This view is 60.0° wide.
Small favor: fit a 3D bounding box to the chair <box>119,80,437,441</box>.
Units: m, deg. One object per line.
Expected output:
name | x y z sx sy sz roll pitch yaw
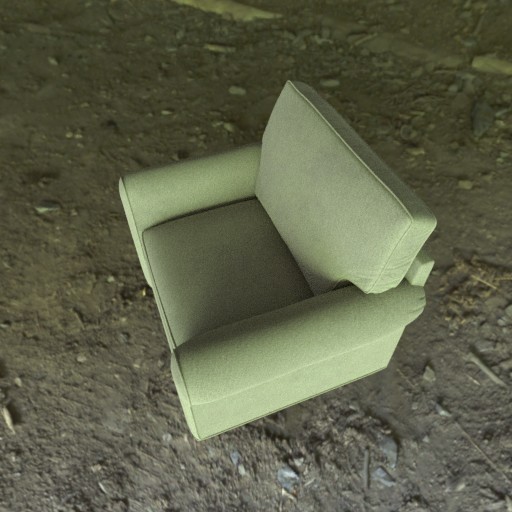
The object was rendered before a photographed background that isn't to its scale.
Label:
chair | 0.000 0.000 1.892 0.939 1.044 1.147 -17 51 -14
